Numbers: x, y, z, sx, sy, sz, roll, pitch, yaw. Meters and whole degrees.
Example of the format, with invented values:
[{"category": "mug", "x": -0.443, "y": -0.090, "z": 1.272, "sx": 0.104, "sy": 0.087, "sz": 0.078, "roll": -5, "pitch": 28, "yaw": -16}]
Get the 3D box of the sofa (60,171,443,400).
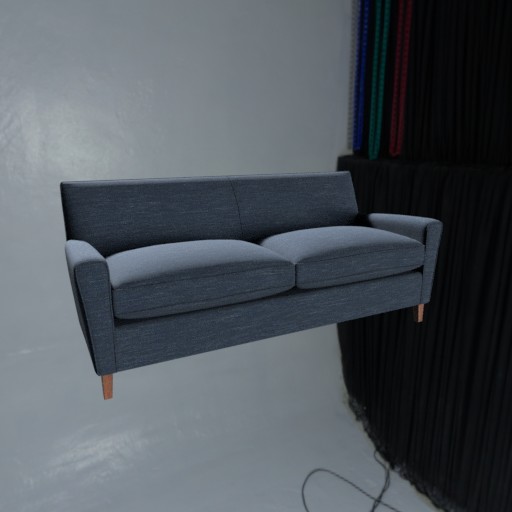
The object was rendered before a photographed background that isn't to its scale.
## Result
[{"category": "sofa", "x": 0.000, "y": 0.000, "z": 2.505, "sx": 1.976, "sy": 0.846, "sz": 0.875, "roll": -7, "pitch": 16, "yaw": -26}]
